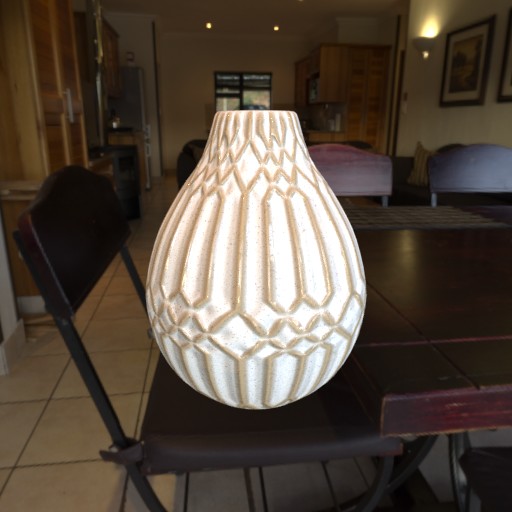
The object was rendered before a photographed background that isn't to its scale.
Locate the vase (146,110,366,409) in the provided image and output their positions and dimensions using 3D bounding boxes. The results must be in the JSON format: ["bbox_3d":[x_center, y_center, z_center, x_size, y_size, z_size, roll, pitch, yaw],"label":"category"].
[{"bbox_3d":[0.000,0.000,0.323,0.159,0.200,0.159,0,16,0],"label":"vase"}]
